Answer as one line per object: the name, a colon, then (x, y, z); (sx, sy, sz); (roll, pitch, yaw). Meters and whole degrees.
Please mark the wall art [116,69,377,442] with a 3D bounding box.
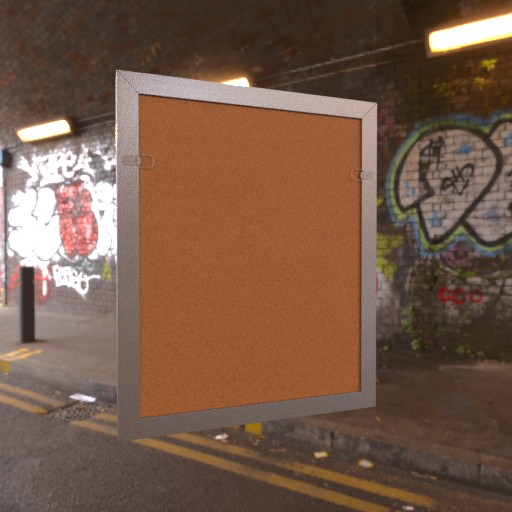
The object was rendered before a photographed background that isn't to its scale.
wall art: (0.000, 0.000, 0.515); (0.308, 0.379, 0.030); (0, 1, -19)
